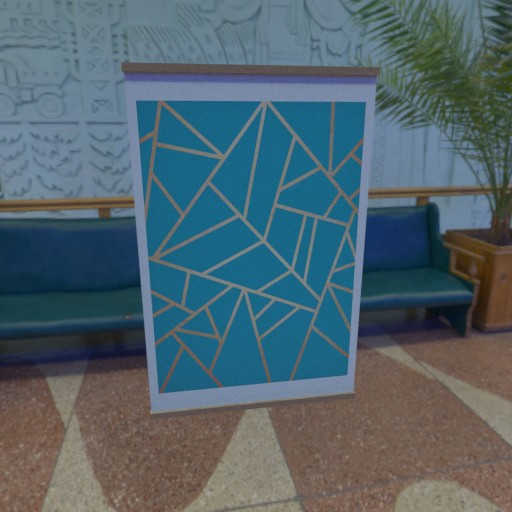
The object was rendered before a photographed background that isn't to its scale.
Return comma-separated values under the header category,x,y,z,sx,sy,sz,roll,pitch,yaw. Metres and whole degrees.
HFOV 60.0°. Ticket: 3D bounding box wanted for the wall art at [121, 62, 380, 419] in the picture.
category,x,y,z,sx,sy,sz,roll,pitch,yaw
wall art,0.000,0.000,1.912,0.990,1.519,0.030,-3,17,-9
